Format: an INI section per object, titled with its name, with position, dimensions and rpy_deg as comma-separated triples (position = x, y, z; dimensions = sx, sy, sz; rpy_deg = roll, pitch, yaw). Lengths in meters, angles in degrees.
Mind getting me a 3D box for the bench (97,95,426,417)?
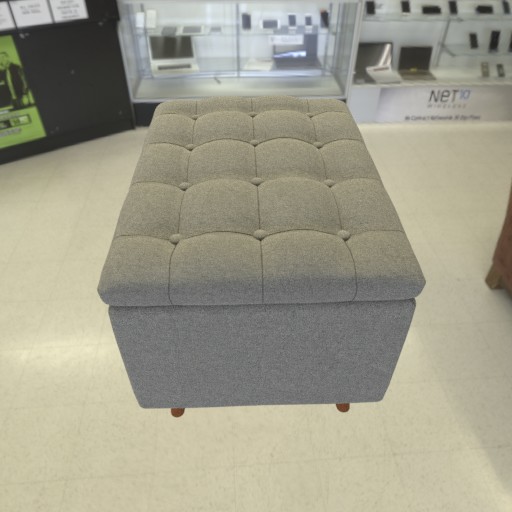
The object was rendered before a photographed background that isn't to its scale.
[bench]
position = 0.000, 0.000, 0.890
dimensions = 0.417, 0.469, 0.572
rpy_deg = -1, 42, -1
